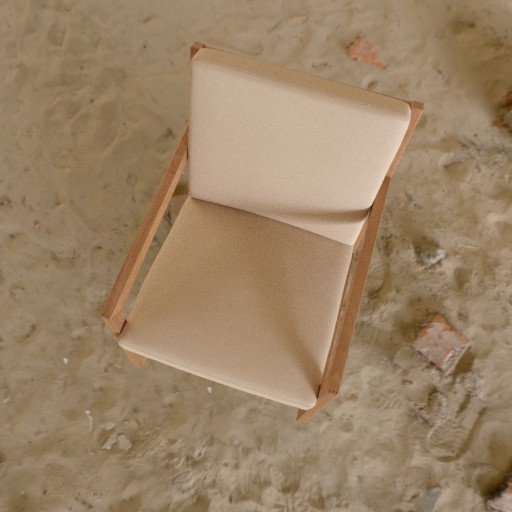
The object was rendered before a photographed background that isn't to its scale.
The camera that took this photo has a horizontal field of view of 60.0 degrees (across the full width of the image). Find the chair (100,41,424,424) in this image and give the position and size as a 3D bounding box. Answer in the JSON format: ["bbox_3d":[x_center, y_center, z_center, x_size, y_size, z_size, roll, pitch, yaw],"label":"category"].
[{"bbox_3d":[0.000,0.000,1.347,0.622,0.790,0.857,17,75,5],"label":"chair"}]
